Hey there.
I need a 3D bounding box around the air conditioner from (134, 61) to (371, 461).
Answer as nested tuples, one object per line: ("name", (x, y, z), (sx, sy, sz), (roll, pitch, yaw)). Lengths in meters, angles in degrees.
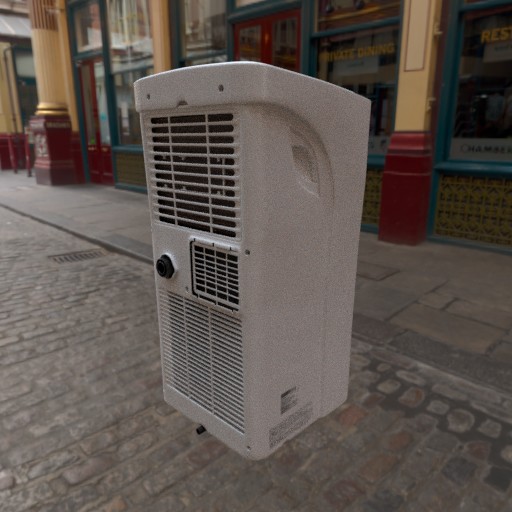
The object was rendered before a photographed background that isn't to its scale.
("air conditioner", (0.000, 0.000, 0.948), (0.352, 0.716, 0.369), (14, 20, 43))
